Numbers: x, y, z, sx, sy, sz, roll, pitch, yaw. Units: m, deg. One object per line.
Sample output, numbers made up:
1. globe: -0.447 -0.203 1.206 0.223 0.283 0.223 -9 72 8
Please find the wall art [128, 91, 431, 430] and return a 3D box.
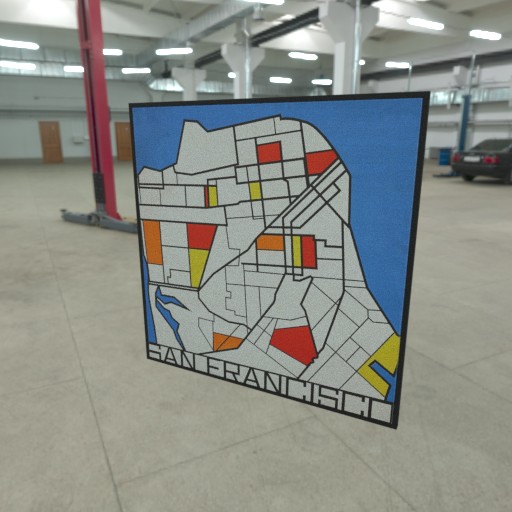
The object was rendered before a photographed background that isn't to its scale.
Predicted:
1. wall art: 0.000 0.000 0.680 0.458 0.457 0.013 8 17 26
